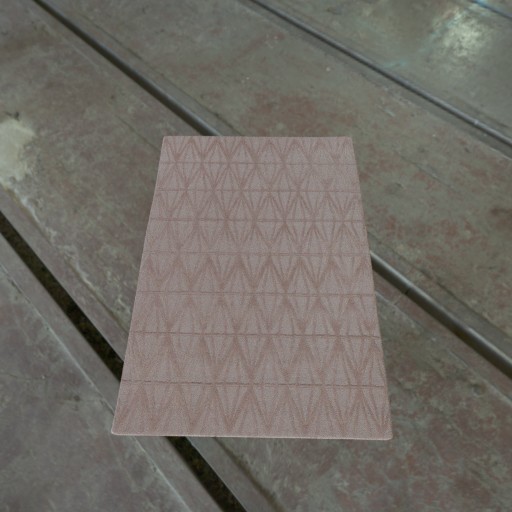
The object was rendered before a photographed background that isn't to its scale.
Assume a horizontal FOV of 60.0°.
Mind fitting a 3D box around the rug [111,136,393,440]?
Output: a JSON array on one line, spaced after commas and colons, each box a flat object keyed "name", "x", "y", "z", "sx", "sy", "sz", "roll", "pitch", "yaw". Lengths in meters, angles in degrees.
[{"name": "rug", "x": 0.000, "y": 0.000, "z": 2.391, "sx": 1.230, "sy": 0.025, "sz": 1.837, "roll": 1, "pitch": 58, "yaw": 0}]
